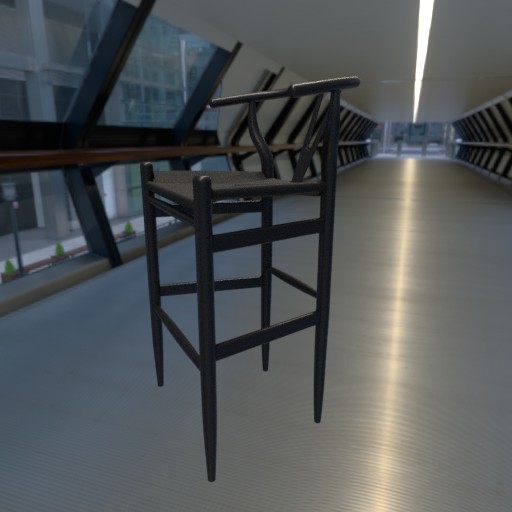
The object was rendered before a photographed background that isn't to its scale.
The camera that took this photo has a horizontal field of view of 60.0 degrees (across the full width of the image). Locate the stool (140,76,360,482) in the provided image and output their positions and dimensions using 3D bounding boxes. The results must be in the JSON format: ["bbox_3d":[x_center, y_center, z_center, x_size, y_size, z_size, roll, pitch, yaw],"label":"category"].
[{"bbox_3d":[0.000,0.000,1.413,0.579,1.072,0.569,-8,17,-26],"label":"stool"}]
